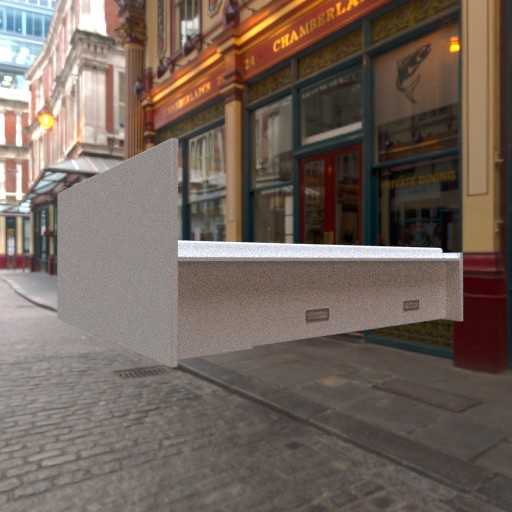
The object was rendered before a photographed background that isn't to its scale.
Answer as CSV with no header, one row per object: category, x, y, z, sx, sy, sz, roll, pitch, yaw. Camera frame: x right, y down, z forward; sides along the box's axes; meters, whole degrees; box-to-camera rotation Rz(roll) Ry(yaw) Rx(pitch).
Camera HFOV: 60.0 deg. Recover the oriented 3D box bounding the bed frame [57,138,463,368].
bed frame,0.000,0.000,2.780,1.960,0.800,1.622,0,-1,-37
